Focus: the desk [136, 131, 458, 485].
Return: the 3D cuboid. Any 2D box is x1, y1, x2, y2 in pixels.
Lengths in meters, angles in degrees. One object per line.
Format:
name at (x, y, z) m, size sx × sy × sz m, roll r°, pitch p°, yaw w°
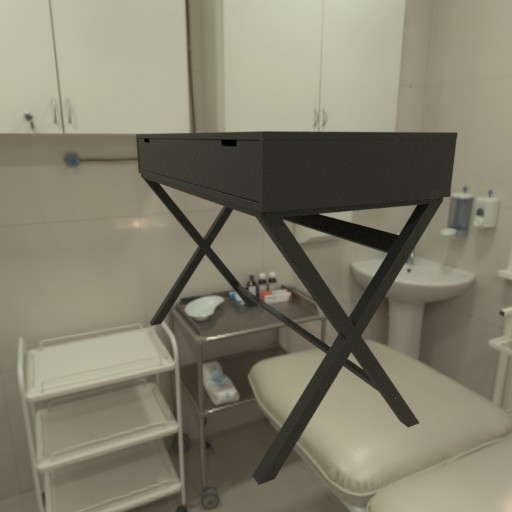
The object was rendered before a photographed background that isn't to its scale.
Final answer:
desk at (0.000, 0.000, 1.465) m, size 0.504 × 0.780 × 1.057 m, roll -7°, pitch 17°, yaw -26°
